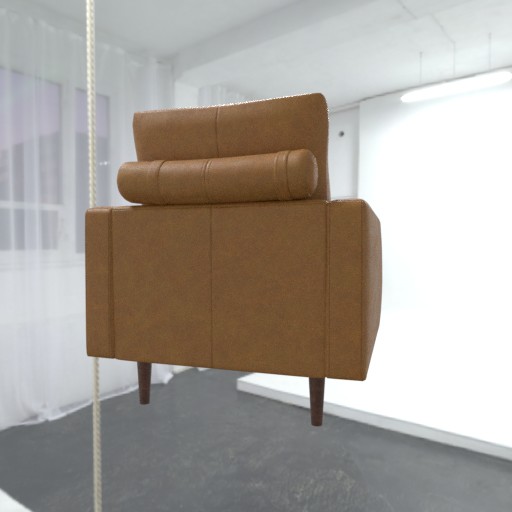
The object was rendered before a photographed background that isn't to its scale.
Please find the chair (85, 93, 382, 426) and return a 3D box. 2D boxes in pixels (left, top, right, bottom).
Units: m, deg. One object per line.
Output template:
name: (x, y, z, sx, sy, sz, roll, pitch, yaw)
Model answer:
chair: (0.000, 0.000, 1.541, 0.831, 0.896, 0.868, 0, 1, 18)
